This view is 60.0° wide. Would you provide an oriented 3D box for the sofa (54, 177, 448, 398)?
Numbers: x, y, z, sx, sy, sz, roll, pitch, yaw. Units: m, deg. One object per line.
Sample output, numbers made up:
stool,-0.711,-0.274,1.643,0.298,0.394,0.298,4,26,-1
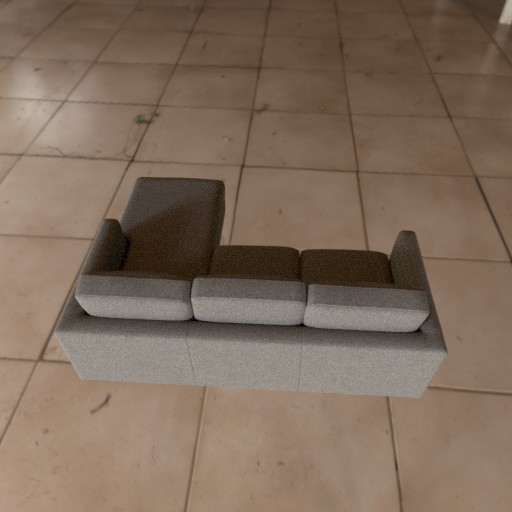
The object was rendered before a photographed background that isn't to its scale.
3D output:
sofa,0.000,0.000,3.011,2.055,0.957,1.667,2,47,2
